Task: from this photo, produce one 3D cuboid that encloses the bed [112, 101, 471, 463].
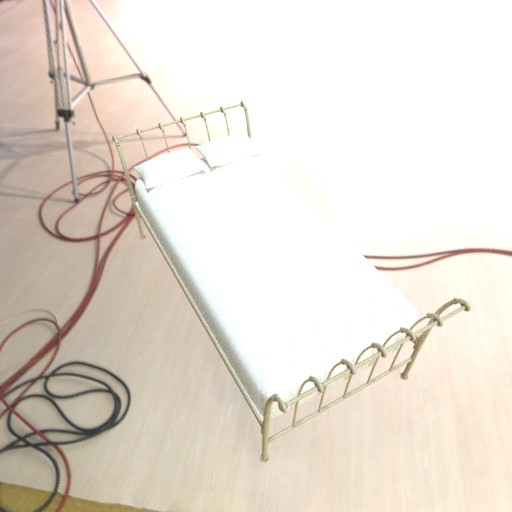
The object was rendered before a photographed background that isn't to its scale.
[{"bbox_3d":[0.000,0.000,2.814,1.032,0.873,2.228,-22,50,-20],"label":"bed"}]
